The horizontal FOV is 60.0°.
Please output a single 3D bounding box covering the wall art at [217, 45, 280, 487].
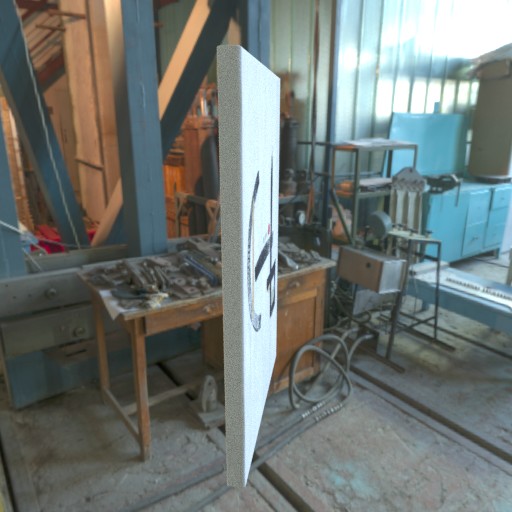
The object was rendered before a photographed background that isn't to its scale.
[{"bbox_3d":[0.000,0.000,1.155,0.048,0.916,0.602,3,17,9],"label":"wall art"}]
